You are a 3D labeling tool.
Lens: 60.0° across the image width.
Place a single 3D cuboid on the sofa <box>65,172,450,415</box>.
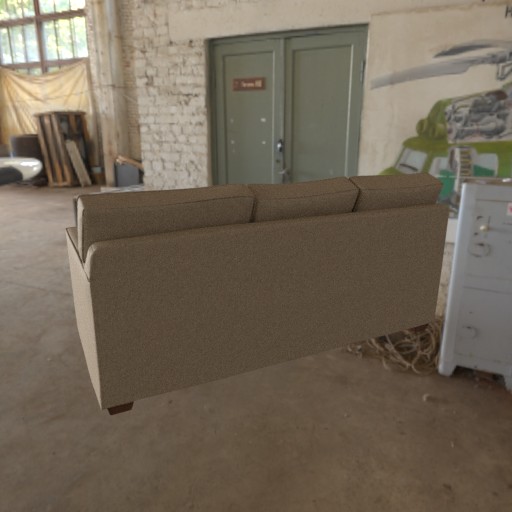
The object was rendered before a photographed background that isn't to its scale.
[{"bbox_3d":[0.000,0.000,2.580,1.963,0.946,1.034,-8,18,-26],"label":"sofa"}]
